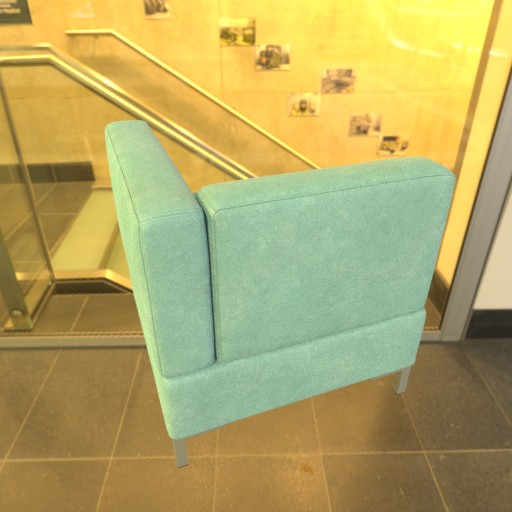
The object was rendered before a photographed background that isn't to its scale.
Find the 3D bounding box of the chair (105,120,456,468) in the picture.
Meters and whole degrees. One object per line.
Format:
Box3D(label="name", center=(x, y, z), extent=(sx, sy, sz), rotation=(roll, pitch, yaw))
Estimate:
Box3D(label="chair", center=(0.000, 0.000, 1.221), extent=(0.680, 0.660, 0.680), rotation=(-11, 33, -18))
